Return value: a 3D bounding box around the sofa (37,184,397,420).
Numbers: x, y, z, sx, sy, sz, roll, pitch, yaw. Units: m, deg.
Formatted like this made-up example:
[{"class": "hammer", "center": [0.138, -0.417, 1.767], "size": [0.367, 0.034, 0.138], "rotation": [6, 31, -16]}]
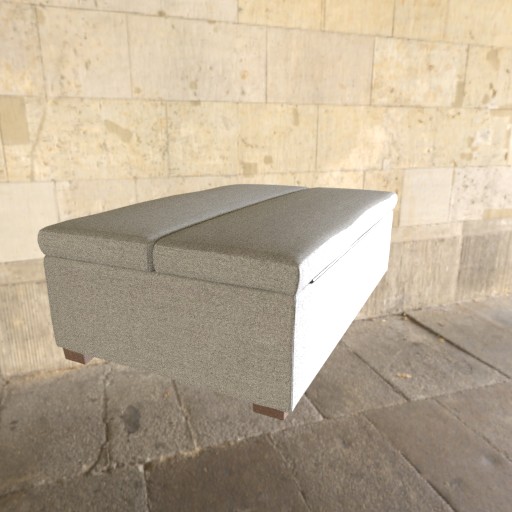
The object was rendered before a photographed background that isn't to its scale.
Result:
[{"class": "sofa", "center": [0.000, 0.000, 1.659], "size": [0.817, 0.434, 1.250], "rotation": [7, 17, 25]}]
